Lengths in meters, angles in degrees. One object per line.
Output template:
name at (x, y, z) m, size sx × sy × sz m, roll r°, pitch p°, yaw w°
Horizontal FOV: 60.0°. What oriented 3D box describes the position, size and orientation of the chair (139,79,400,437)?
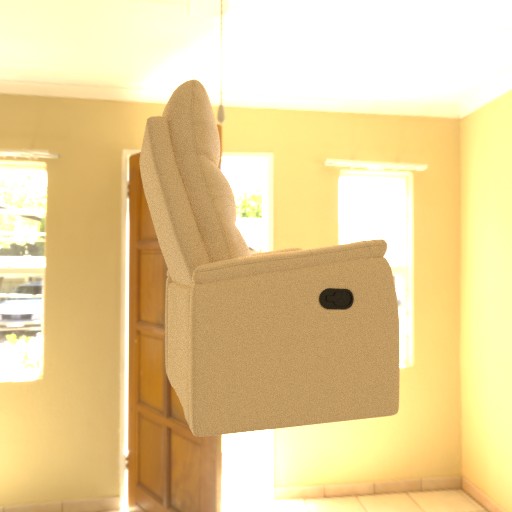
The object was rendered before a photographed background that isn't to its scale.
chair at (0.000, 0.000, 1.665) m, size 0.831 × 1.082 × 0.775 m, roll 0°, pitch -1°, yaw -17°
